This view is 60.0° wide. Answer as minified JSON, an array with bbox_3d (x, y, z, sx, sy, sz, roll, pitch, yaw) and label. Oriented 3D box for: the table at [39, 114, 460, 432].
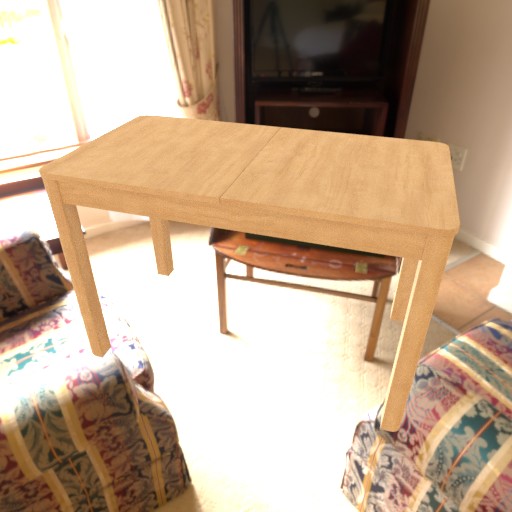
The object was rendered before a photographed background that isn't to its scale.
[{"bbox_3d":[0.000,0.000,1.918,1.400,0.900,0.750,10,35,15],"label":"table"}]
